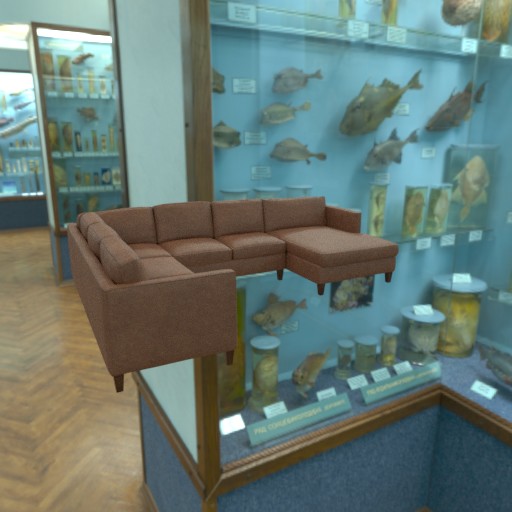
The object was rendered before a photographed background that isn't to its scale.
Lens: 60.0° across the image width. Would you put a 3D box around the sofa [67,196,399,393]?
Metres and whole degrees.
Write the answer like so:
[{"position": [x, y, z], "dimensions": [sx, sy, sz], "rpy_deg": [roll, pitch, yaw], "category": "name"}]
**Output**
[{"position": [0.000, 0.000, 4.663], "dimensions": [3.460, 0.923, 2.593], "rpy_deg": [-7, 16, -26], "category": "sofa"}]
